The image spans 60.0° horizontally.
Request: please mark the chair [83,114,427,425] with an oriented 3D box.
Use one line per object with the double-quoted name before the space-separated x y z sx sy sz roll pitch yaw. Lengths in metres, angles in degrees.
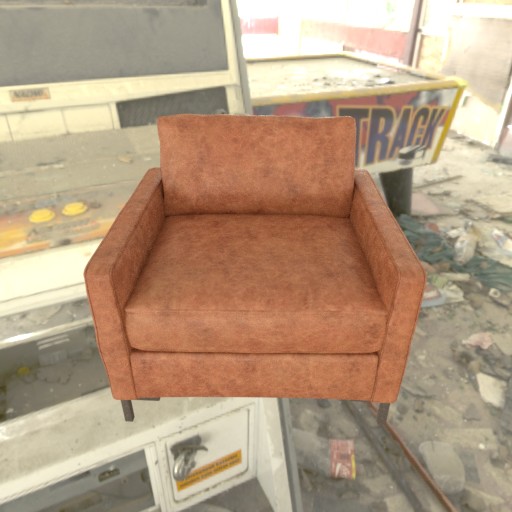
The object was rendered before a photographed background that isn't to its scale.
"chair" 0.000 0.000 1.633 0.967 0.869 0.862 0 31 1
